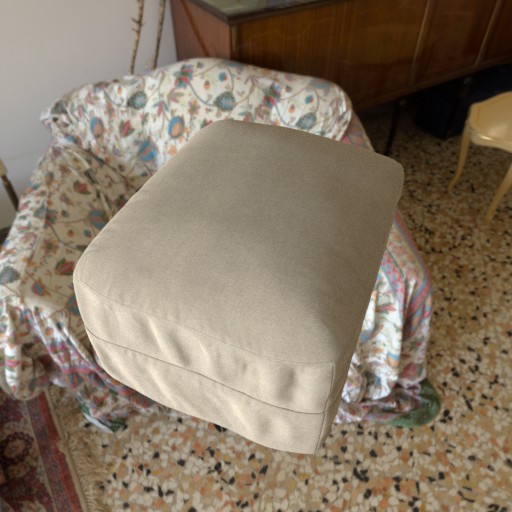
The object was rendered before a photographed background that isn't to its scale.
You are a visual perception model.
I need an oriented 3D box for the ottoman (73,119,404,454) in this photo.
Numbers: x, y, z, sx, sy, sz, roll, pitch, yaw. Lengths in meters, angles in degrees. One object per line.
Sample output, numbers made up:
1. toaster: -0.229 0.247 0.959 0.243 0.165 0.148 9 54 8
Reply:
1. ottoman: 0.000 0.000 1.095 0.584 0.480 0.712 16 48 15
